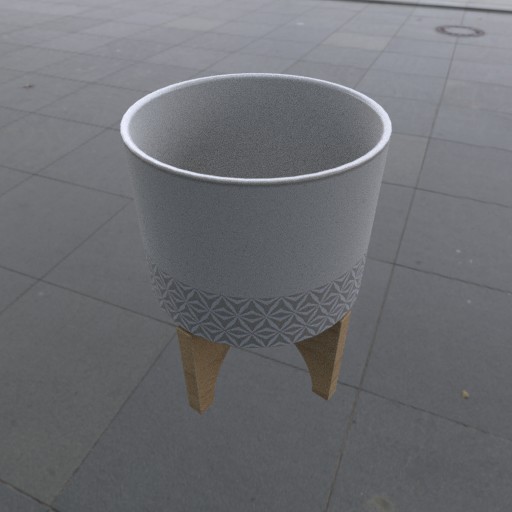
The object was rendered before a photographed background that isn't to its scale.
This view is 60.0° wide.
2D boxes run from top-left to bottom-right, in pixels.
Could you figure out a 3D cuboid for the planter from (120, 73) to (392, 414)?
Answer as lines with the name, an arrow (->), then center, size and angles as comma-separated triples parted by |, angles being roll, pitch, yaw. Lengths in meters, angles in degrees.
planter -> 0.000, 0.000, 0.397 | 0.188, 0.260, 0.188 | 0, 39, 0
